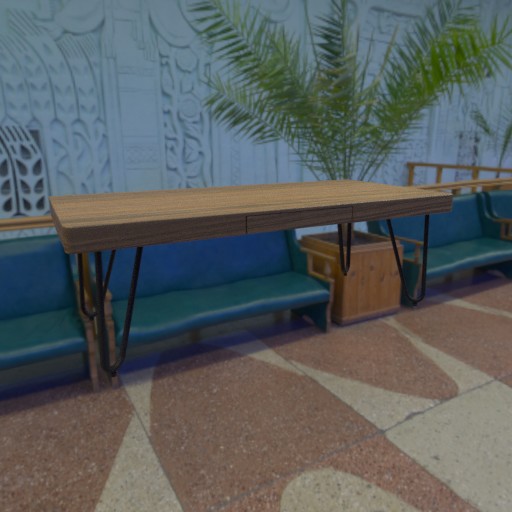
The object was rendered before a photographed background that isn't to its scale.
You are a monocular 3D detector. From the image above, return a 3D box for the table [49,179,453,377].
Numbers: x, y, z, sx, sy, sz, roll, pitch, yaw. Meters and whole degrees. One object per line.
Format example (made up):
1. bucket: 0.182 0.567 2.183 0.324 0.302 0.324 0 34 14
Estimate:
1. table: 0.000 0.000 1.704 1.375 0.468 0.637 -8 17 -26
